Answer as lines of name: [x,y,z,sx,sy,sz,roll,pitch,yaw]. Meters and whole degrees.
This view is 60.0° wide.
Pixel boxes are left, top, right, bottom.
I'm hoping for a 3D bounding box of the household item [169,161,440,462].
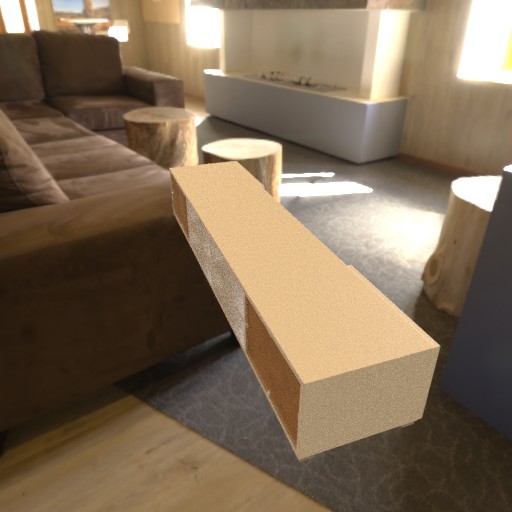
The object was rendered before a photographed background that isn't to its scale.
household item: [0.000,0.000,2.005,0.420,0.310,1.850,-10,30,-17]
